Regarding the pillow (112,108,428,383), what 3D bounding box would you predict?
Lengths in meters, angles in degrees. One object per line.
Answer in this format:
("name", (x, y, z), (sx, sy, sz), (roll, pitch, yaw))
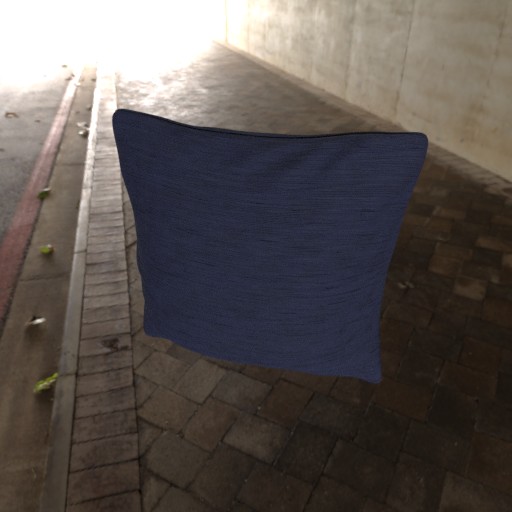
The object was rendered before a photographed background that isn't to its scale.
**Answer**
("pillow", (0.000, 0.000, 0.682), (0.432, 0.414, 0.246), (9, 33, 14))
